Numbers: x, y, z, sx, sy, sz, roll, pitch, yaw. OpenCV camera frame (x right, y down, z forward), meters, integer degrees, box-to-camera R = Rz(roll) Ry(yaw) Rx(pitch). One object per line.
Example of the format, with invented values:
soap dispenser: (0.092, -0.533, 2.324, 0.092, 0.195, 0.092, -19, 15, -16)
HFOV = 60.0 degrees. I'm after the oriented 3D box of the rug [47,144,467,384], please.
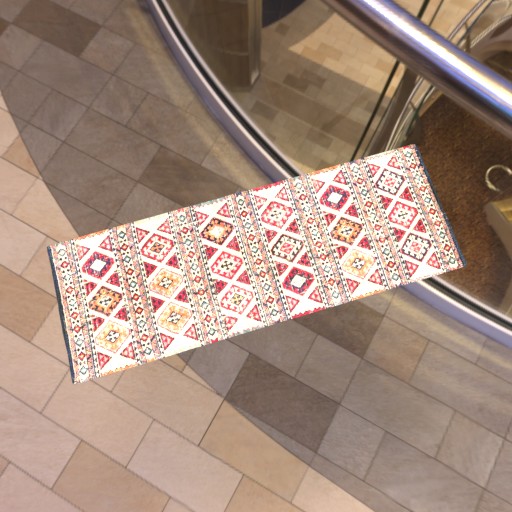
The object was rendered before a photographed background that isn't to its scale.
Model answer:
rug: (0.000, 0.000, 2.628, 2.362, 0.008, 0.832, -16, 76, -4)
